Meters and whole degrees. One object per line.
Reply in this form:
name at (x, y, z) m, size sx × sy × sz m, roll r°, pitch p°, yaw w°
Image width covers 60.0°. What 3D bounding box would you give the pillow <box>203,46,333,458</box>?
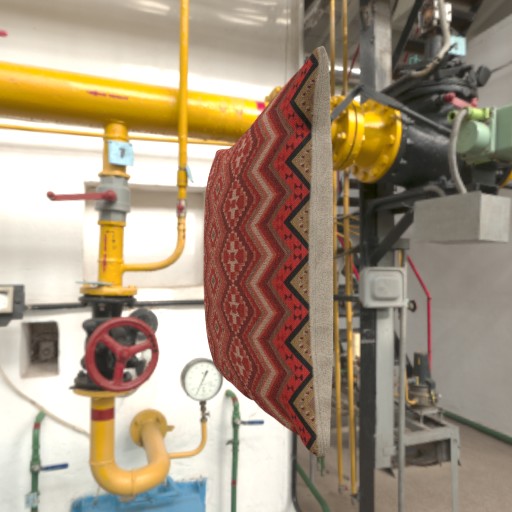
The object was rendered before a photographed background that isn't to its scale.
pillow at (0.000, 0.000, 0.787) m, size 0.158 × 0.511 × 0.513 m, roll 0°, pitch -2°, yaw -19°
